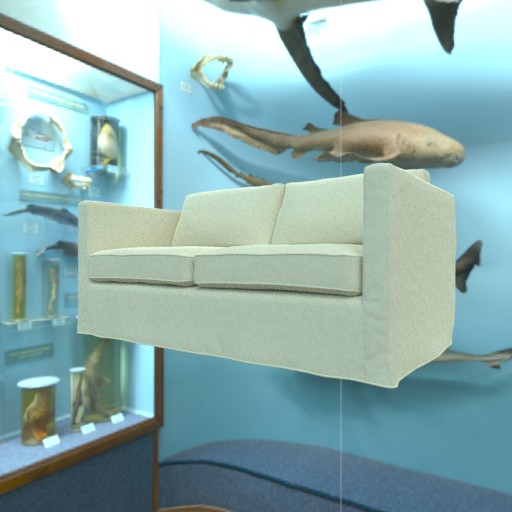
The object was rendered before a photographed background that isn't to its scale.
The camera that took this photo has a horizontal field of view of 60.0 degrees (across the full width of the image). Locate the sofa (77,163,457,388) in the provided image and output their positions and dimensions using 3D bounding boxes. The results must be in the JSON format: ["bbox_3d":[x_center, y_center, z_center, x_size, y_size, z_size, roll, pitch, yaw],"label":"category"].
[{"bbox_3d":[0.000,0.000,2.268,1.746,0.834,0.962,0,0,36],"label":"sofa"}]
